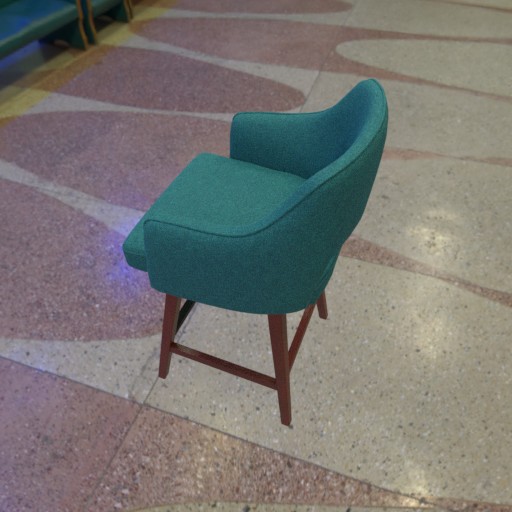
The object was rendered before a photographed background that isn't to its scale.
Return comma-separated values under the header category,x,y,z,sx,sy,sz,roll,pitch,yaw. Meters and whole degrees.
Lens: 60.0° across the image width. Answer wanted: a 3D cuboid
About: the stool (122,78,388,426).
category,x,y,z,sx,sy,sz,roll,pitch,yaw
stool,0.000,0.000,1.272,0.556,0.961,0.548,16,48,15
